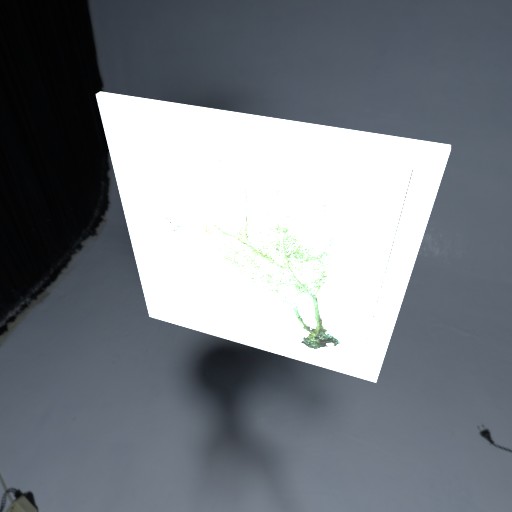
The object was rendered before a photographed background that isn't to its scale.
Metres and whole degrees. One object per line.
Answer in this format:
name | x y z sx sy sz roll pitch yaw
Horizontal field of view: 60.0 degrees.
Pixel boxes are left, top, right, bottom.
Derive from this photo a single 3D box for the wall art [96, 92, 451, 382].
wall art | 0.000 0.000 0.895 0.584 0.584 0.013 13 43 15
